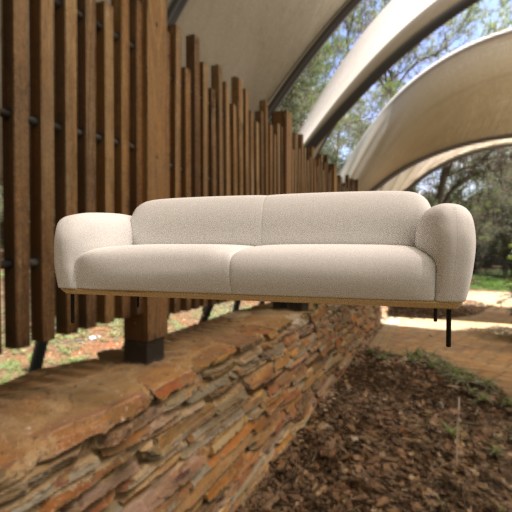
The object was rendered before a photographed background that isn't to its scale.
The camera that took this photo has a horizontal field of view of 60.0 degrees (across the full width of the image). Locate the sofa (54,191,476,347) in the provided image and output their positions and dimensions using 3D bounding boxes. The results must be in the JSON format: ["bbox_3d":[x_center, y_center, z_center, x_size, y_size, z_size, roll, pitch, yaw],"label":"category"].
[{"bbox_3d":[0.000,0.000,2.598,2.257,0.780,0.880,0,1,17],"label":"sofa"}]
